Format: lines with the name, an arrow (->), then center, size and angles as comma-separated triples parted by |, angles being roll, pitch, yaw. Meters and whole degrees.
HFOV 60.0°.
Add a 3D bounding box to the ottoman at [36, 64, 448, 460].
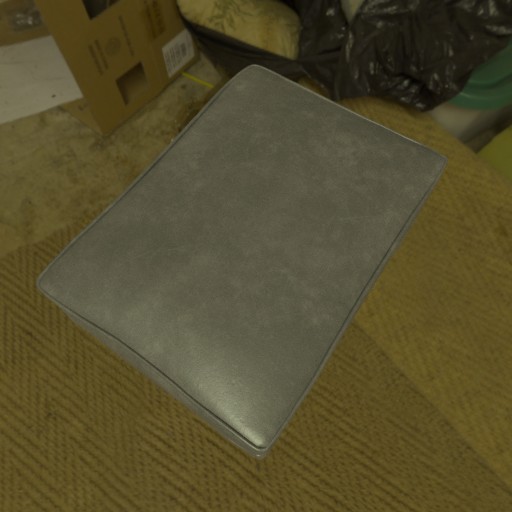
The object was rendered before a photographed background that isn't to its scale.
ottoman -> 0.000, 0.000, 1.085 | 0.554, 0.445, 0.756 | 32, 68, 15
